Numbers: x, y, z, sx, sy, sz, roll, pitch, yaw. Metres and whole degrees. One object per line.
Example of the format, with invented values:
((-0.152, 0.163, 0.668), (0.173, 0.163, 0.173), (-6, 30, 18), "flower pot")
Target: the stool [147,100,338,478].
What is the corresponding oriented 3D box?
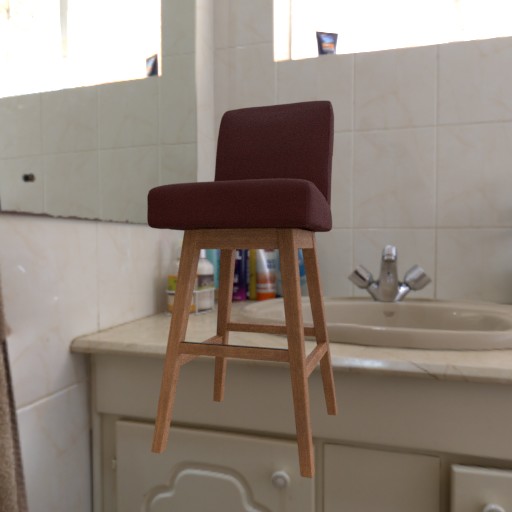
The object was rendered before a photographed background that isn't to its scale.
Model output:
((0.000, 0.000, 1.394), (0.468, 1.093, 0.562), (0, 1, 18), "stool")
